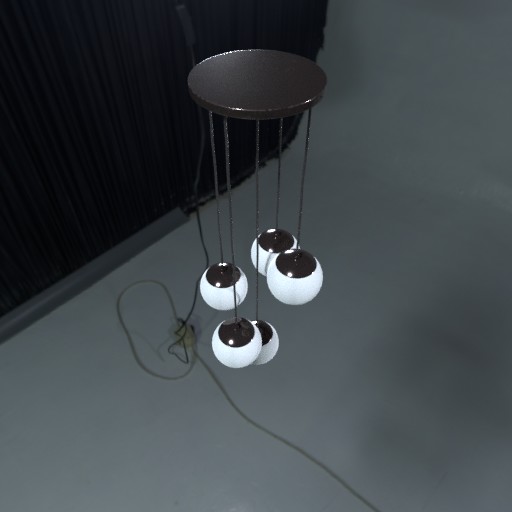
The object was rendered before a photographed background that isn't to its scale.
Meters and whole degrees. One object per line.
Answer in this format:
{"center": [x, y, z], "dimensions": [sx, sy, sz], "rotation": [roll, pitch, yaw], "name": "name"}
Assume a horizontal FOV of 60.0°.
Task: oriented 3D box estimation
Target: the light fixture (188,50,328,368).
{"center": [0.000, 0.000, 1.552], "dimensions": [0.489, 1.271, 0.484], "rotation": [31, 53, 27], "name": "light fixture"}
